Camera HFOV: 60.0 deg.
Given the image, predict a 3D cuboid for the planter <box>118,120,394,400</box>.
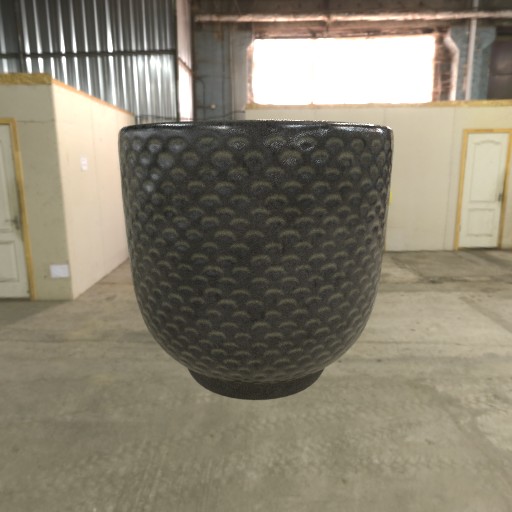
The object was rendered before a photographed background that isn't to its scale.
[{"bbox_3d":[0.000,0.000,0.348,0.197,0.191,0.197,0,12,0],"label":"planter"}]
